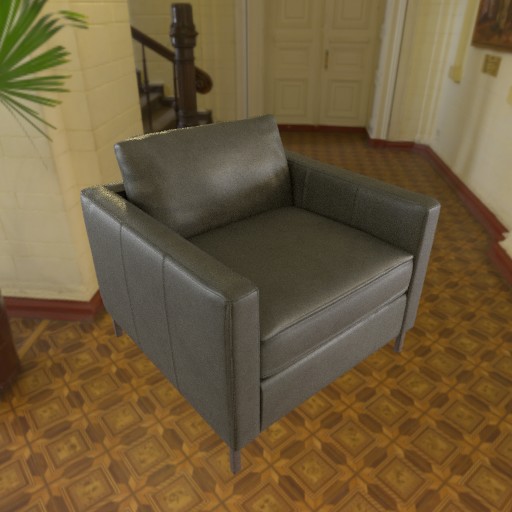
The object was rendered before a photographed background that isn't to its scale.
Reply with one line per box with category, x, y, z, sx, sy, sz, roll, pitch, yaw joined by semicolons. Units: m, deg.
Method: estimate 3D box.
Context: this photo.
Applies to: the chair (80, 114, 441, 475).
chair;0.000;0.000;1.519;0.967;0.824;0.861;-22;37;-34
